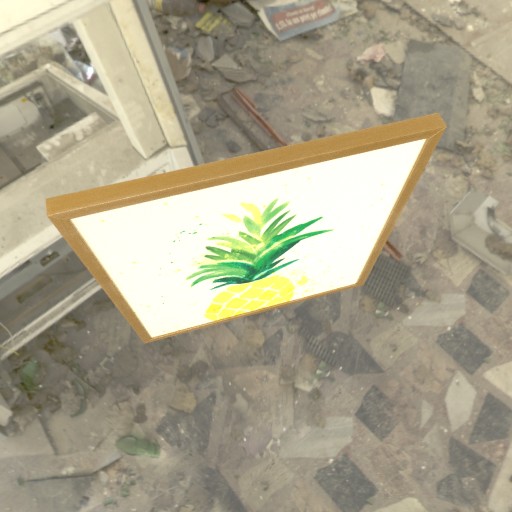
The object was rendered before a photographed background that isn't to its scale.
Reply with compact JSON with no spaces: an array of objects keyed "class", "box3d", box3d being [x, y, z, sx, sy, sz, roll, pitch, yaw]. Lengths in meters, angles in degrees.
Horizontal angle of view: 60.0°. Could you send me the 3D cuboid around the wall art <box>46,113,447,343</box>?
[{"class":"wall art","box3d":[0.000,0.000,1.158,0.762,0.760,0.037,-14,63,-7]}]
